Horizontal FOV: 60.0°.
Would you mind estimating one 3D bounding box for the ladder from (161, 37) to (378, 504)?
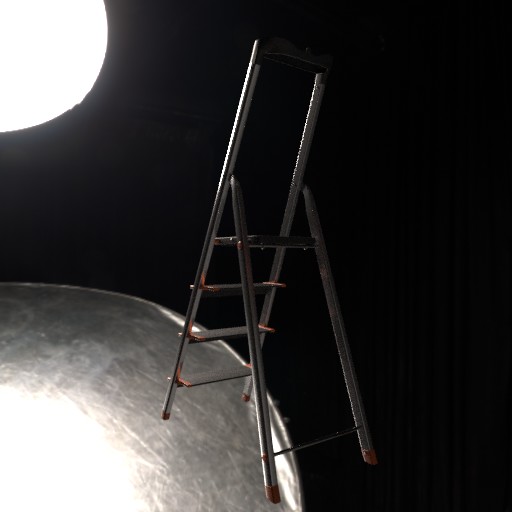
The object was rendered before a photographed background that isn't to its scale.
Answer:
[{"bbox_3d":[0.000,0.000,1.742,0.452,1.429,0.834,0,0,-35],"label":"ladder"}]
